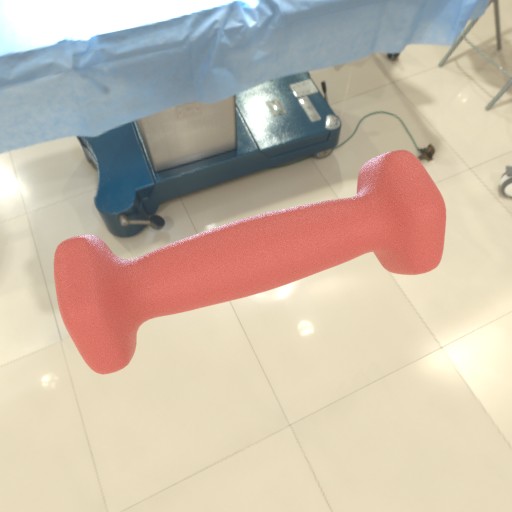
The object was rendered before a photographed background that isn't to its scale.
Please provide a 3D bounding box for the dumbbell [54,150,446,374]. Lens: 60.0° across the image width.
[{"bbox_3d":[0.000,0.000,0.149,0.123,0.043,0.047,-16,63,-9],"label":"dumbbell"}]
